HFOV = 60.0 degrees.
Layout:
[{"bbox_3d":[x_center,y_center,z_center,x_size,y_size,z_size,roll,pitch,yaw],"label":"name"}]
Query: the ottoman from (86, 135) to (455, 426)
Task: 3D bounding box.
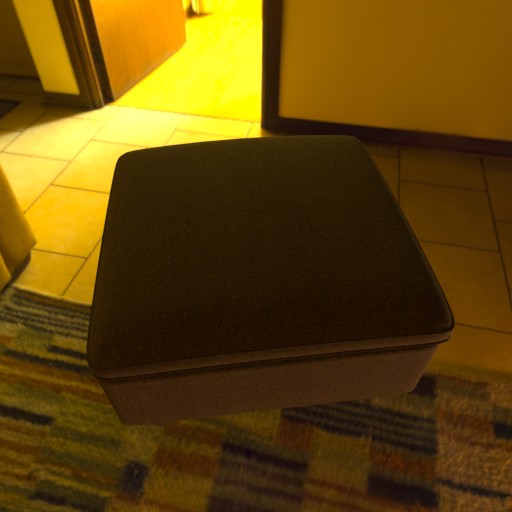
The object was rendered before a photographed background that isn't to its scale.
[{"bbox_3d":[0.000,0.000,1.702,1.067,0.559,1.067,-5,47,-5],"label":"ottoman"}]
